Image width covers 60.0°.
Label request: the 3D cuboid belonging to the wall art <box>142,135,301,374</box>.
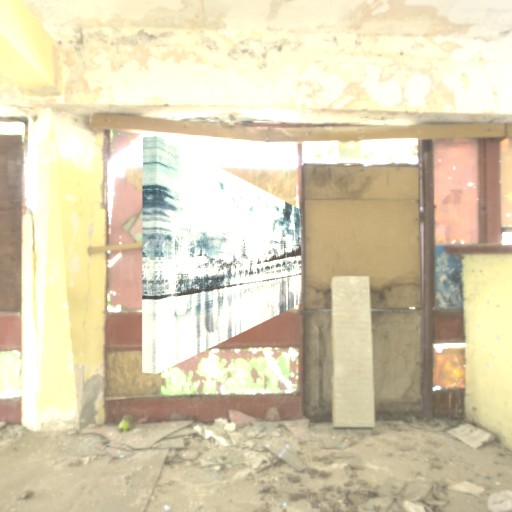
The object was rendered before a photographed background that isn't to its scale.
[{"bbox_3d":[0.000,0.000,1.674,0.037,0.509,1.524,0,0,17],"label":"wall art"}]
